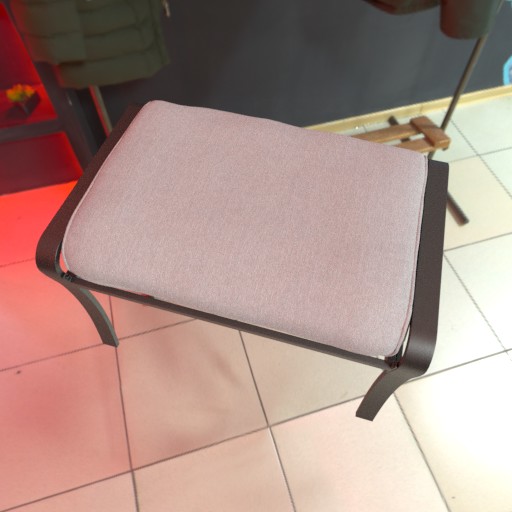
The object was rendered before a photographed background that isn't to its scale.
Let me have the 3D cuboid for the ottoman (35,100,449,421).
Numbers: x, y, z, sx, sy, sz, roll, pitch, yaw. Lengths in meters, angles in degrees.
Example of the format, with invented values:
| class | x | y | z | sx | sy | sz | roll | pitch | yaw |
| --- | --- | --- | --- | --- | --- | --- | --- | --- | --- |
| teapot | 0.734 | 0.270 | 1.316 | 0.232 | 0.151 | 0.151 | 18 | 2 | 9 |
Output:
| class | x | y | z | sx | sy | sz | roll | pitch | yaw |
| --- | --- | --- | --- | --- | --- | --- | --- | --- | --- |
| ottoman | 0.000 | 0.000 | 0.880 | 0.610 | 0.422 | 0.406 | 14 | 58 | 9 |
